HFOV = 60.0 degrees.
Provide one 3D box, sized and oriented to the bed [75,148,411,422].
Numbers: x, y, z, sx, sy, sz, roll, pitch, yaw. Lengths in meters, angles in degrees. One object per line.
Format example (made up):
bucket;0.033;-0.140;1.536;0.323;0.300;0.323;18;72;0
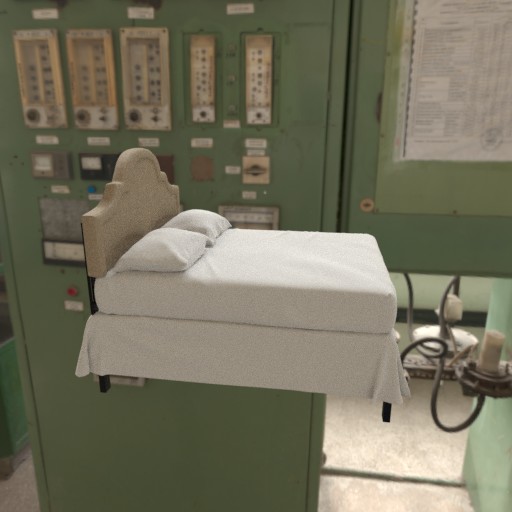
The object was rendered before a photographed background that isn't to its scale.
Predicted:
bed;0.000;0.000;3.483;2.222;1.634;1.780;3;17;9
